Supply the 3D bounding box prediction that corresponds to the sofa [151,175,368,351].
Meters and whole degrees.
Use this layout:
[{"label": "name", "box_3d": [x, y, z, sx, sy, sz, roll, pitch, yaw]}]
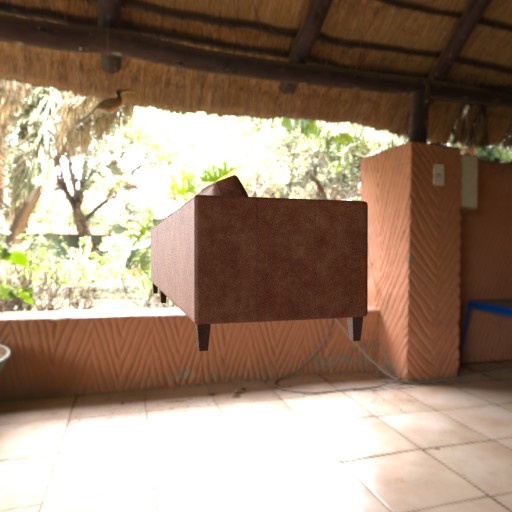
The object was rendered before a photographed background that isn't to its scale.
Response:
[{"label": "sofa", "box_3d": [0.000, 0.000, 3.839, 1.581, 0.883, 3.203, 0, 1, -17]}]
